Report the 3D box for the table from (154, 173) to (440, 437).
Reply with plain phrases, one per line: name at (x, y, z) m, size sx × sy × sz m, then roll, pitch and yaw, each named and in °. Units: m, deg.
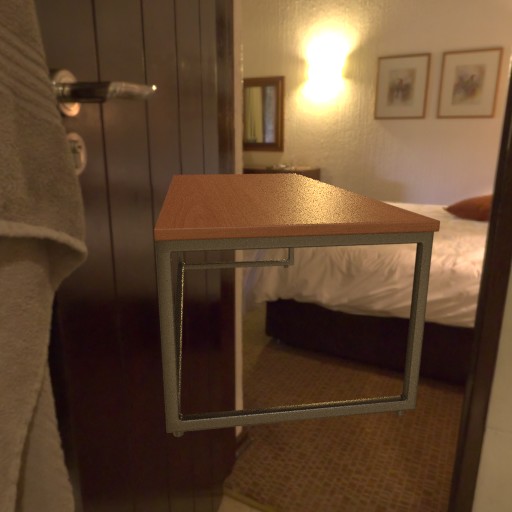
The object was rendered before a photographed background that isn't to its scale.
table at (0.000, 0.000, 1.330) m, size 0.500 × 0.400 × 1.100 m, roll -2°, pitch 15°, yaw -8°
